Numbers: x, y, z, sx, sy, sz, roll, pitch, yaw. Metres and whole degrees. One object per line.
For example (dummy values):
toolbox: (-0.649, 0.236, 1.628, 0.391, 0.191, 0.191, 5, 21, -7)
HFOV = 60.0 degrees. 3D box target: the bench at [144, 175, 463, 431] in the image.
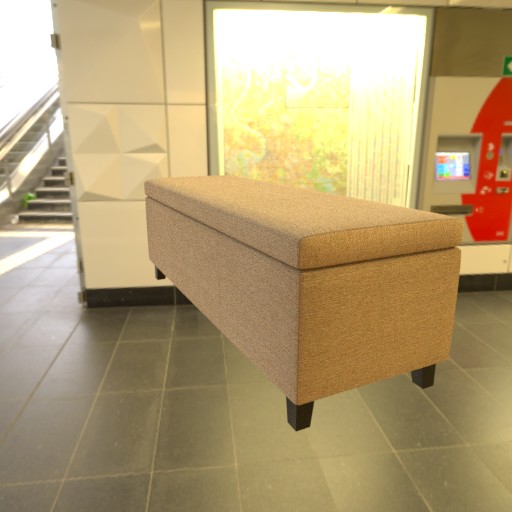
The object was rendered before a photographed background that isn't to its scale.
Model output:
bench: (0.000, 0.000, 1.483, 0.446, 0.438, 1.269, -7, 17, -26)
